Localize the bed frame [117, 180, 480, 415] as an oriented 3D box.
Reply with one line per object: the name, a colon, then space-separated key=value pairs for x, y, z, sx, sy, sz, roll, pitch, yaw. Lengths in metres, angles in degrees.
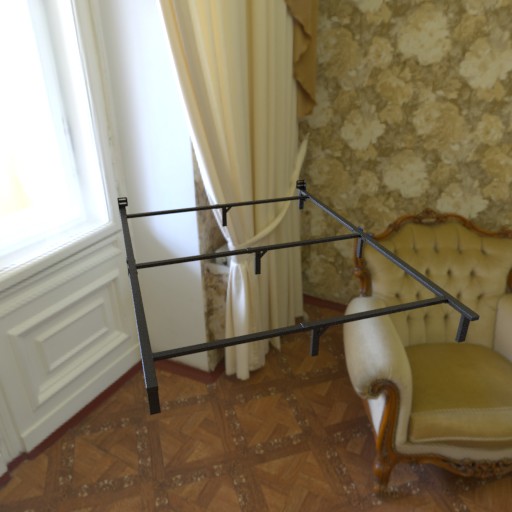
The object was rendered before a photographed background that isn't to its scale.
bed frame: x=0.000 y=0.000 z=2.672 sx=1.498 sy=0.248 sz=1.990 roll=-8 pitch=27 yaw=-16
